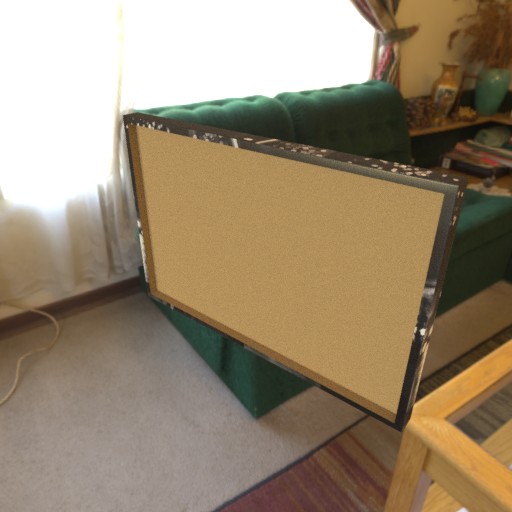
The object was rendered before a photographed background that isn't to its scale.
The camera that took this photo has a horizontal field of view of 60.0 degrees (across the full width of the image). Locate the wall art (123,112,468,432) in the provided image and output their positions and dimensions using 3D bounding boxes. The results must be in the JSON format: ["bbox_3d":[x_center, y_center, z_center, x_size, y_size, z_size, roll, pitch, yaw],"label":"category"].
[{"bbox_3d":[0.000,0.000,0.770,0.609,0.406,0.037,21,35,33],"label":"wall art"}]
